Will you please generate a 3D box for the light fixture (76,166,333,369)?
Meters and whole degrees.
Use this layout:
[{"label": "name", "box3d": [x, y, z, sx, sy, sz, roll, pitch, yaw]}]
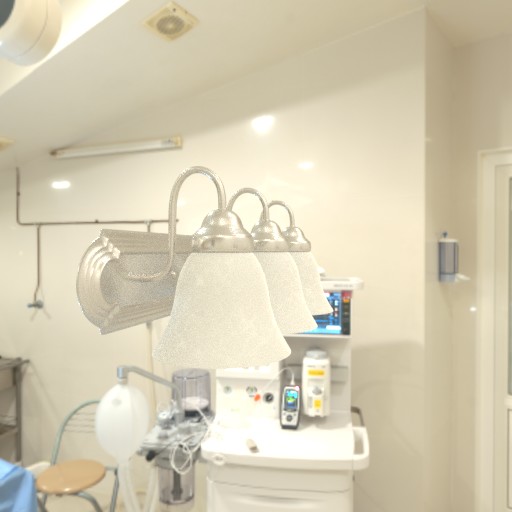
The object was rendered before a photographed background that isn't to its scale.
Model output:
[{"label": "light fixture", "box3d": [0.000, 0.000, 0.717, 0.199, 0.222, 0.610, 0, 1, 17]}]
